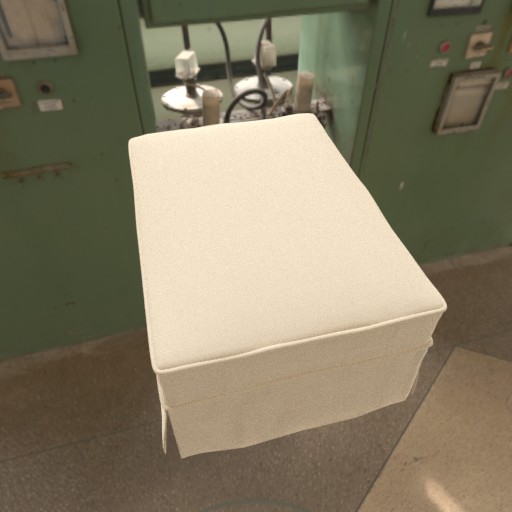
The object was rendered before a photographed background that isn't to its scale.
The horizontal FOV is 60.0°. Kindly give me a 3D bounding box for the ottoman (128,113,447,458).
[{"bbox_3d":[0.000,0.000,1.338,0.703,0.479,0.944,-10,46,-10],"label":"ottoman"}]
